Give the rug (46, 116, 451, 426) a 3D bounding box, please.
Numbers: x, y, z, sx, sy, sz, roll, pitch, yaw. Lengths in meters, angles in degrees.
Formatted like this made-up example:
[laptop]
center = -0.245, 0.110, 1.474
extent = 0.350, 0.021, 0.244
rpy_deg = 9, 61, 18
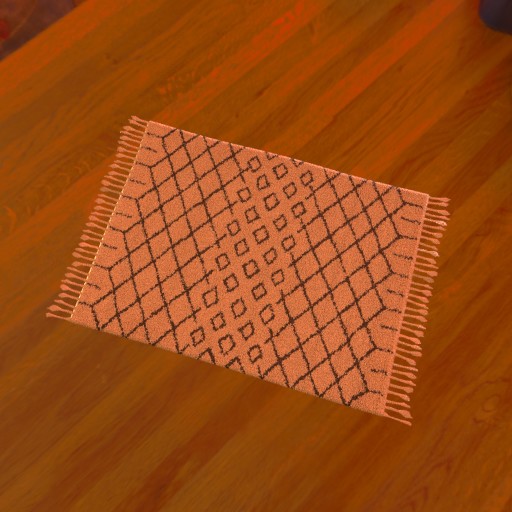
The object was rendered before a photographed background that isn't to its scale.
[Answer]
[rug]
center = 0.000, 0.000, 3.205
extent = 2.615, 0.029, 1.664
rpy_deg = 16, 76, 4
